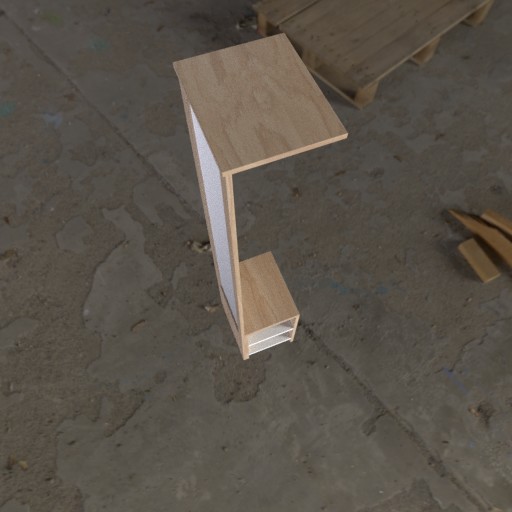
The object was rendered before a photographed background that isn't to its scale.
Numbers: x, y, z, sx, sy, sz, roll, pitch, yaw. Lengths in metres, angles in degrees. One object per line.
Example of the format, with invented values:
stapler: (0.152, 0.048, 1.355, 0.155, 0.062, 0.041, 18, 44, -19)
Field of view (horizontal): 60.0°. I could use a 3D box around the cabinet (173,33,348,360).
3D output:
cabinet: (0.000, 0.000, 2.014, 0.338, 1.879, 0.411, -19, 65, -10)
